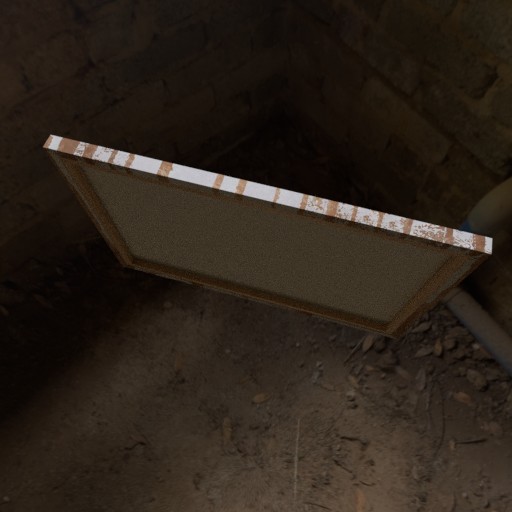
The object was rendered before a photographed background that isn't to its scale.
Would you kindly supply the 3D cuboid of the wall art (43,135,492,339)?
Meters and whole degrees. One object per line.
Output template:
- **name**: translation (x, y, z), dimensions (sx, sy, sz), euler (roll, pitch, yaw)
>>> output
- **wall art**: translation (0.000, 0.000, 1.154), dimensions (0.914, 0.609, 0.035), euler (14, 66, 7)
